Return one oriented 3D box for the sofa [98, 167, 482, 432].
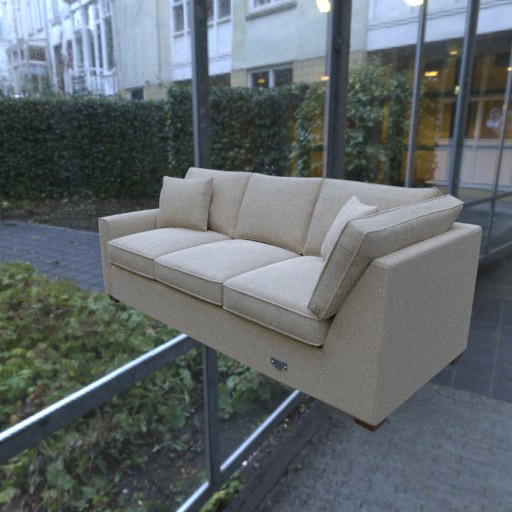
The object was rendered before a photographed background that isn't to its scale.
[{"bbox_3d":[0.000,0.000,2.803,2.317,0.962,1.061,15,21,43],"label":"sofa"}]
